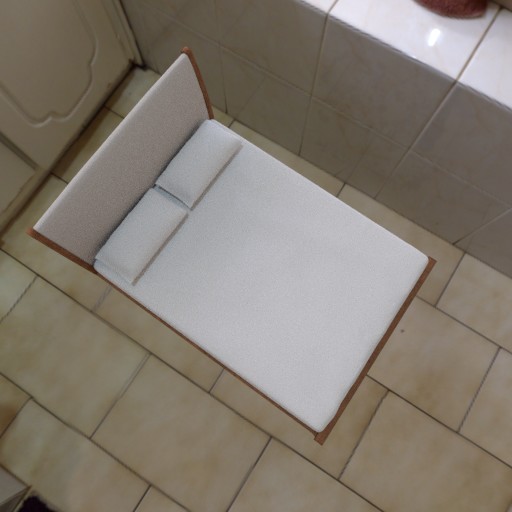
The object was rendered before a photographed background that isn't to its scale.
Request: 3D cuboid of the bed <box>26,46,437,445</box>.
[{"bbox_3d":[0.000,0.000,2.980,2.108,1.135,1.502,34,79,8],"label":"bed"}]
